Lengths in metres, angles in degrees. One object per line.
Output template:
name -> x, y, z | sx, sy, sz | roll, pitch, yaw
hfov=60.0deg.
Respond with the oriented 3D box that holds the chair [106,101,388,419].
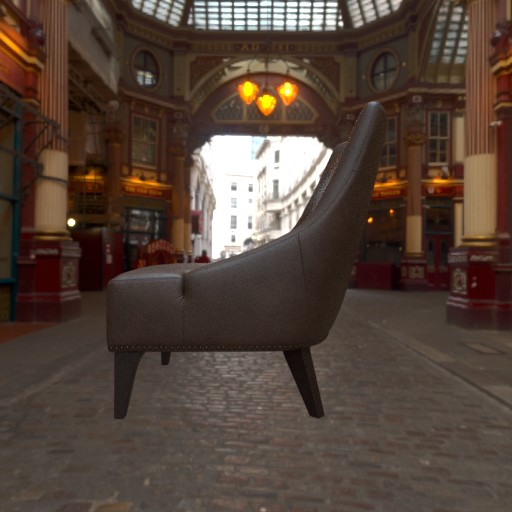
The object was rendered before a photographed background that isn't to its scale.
chair -> 0.000, 0.000, 1.553 | 0.861, 0.909, 0.701 | 0, 0, 0
